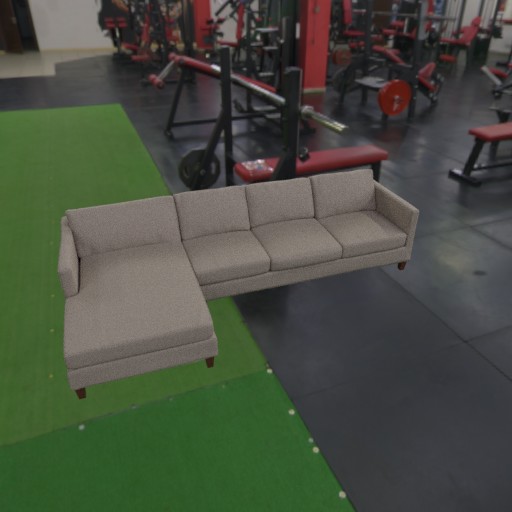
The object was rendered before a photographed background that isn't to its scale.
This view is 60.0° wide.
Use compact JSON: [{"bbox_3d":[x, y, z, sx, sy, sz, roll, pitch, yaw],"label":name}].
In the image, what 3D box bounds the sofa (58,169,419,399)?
[{"bbox_3d":[0.000,0.000,3.918,3.186,0.846,1.625,-10,33,-16],"label":"sofa"}]
